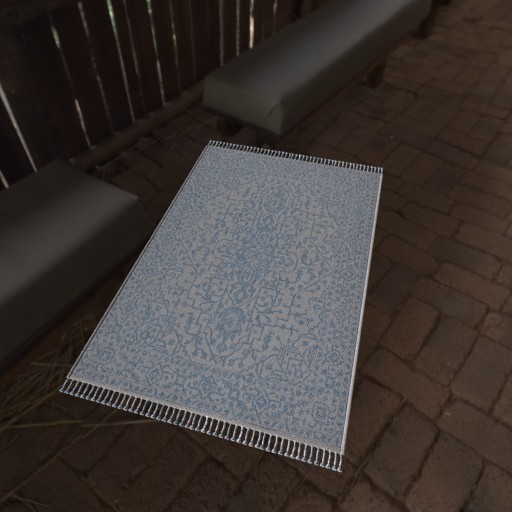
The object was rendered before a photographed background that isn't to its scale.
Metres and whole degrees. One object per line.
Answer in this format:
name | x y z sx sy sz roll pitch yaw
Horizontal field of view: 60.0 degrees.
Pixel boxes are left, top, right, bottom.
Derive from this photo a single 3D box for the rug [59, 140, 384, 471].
rug | 0.000 0.000 3.027 1.524 0.010 2.438 12 49 10
